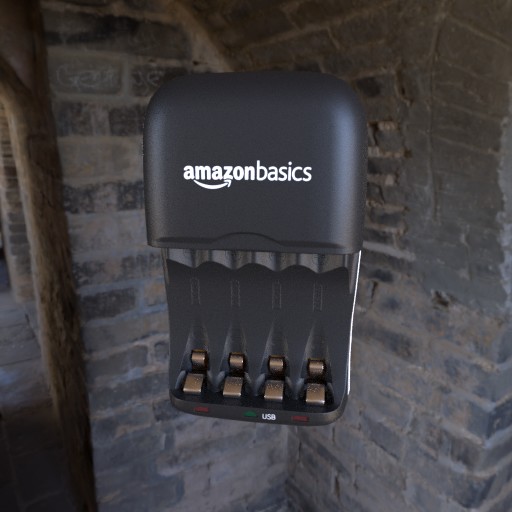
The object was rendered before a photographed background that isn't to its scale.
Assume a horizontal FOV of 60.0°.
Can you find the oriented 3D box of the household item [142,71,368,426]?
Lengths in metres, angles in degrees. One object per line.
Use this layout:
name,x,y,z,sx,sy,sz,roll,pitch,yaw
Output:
household item,0.000,0.000,0.147,0.070,0.114,0.038,2,15,9
